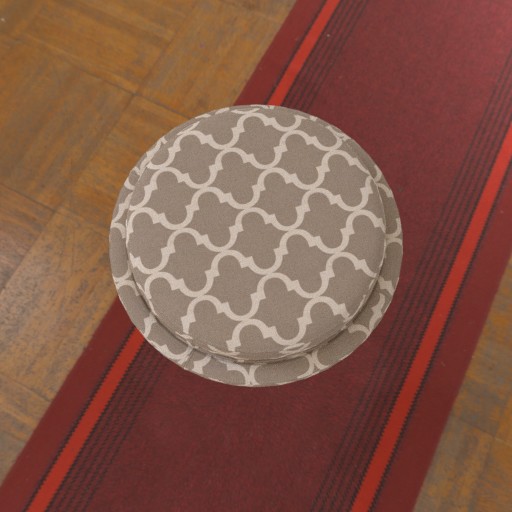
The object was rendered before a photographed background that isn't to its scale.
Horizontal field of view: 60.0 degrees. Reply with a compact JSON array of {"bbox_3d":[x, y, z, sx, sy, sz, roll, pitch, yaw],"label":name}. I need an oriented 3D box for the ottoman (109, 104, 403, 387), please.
[{"bbox_3d":[0.000,0.000,0.849,0.480,0.429,0.480,0,75,0],"label":"ottoman"}]
